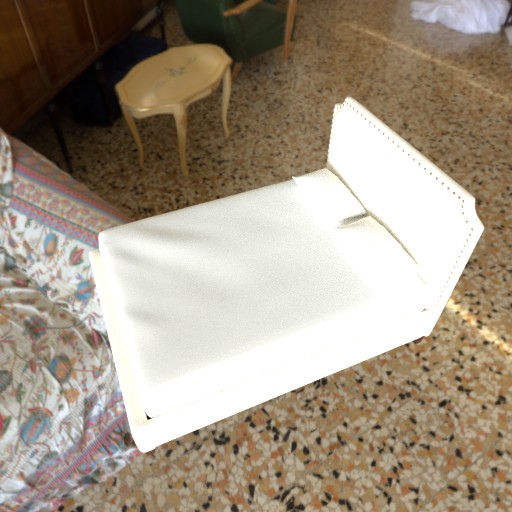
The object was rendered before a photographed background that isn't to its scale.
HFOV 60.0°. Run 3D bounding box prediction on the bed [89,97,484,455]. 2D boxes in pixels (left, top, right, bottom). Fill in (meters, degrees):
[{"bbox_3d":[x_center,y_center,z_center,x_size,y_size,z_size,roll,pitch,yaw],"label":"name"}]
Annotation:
[{"bbox_3d":[0.000,0.000,3.339,2.365,1.443,1.712,-17,49,-16],"label":"bed"}]
